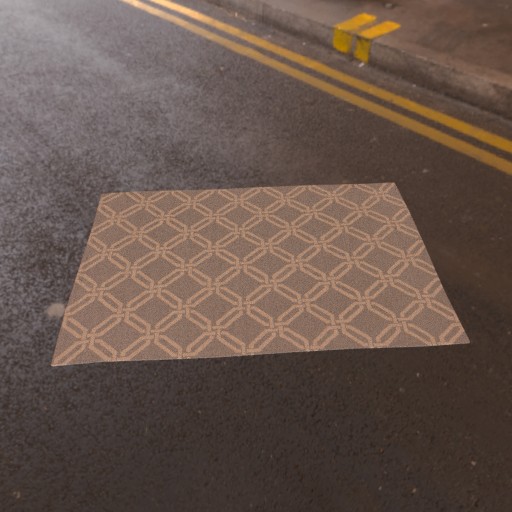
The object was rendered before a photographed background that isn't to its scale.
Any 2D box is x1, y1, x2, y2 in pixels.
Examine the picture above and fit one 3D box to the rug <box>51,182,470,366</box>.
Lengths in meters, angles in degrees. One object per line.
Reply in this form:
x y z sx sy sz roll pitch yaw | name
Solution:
0.000 0.000 2.233 1.754 0.010 1.148 -3 46 -3 | rug
